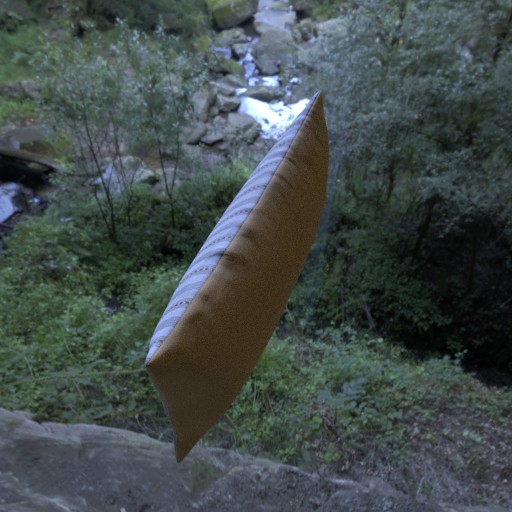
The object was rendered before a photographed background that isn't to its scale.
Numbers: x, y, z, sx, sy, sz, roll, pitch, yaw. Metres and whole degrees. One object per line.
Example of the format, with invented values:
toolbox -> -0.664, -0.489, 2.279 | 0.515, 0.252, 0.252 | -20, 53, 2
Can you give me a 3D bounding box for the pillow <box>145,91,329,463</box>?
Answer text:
pillow -> 0.000, 0.000, 0.736 | 0.151, 0.291, 0.608 | 17, 50, 15
